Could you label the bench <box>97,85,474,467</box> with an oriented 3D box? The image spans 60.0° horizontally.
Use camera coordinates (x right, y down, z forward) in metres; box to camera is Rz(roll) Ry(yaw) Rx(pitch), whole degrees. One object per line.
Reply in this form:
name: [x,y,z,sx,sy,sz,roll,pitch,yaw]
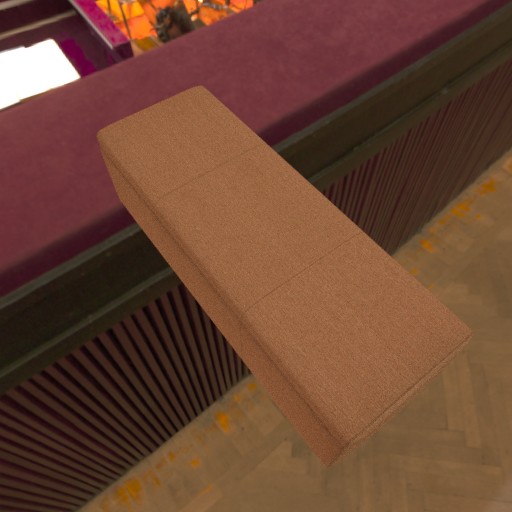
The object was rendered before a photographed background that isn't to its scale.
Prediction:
bench: [0.000,0.000,1.472,0.446,0.438,1.269,-32,63,-19]
